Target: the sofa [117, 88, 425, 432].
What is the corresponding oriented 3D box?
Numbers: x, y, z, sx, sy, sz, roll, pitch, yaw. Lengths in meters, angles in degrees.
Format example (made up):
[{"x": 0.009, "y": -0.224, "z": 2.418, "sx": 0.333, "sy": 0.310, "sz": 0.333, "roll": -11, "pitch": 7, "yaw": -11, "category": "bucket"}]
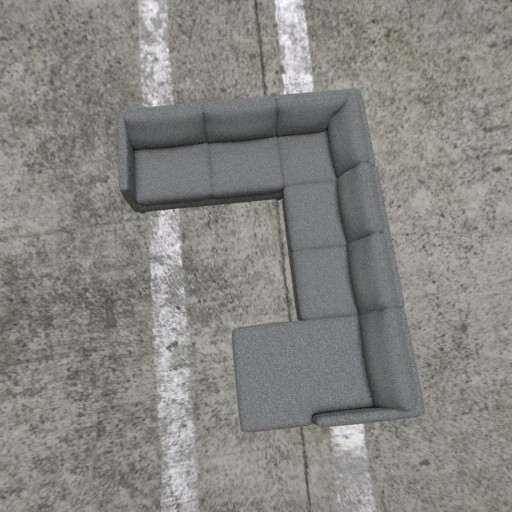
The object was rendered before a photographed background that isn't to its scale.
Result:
[{"x": 0.000, "y": 0.000, "z": 4.352, "sx": 2.551, "sy": 0.853, "sz": 3.238, "roll": -6, "pitch": 74, "yaw": -2, "category": "sofa"}]
